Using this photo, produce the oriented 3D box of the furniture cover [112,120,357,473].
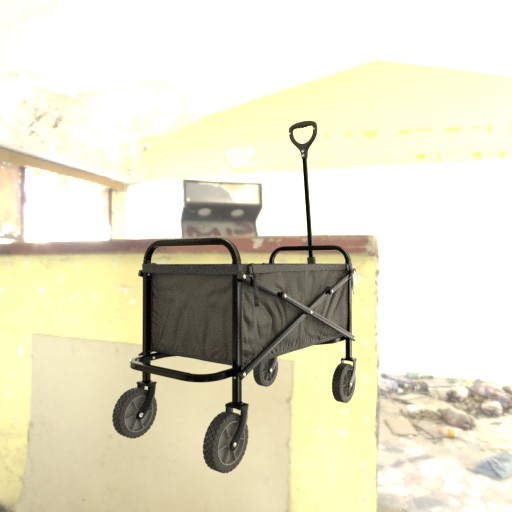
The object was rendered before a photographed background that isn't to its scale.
[{"bbox_3d":[0.000,0.000,1.814,0.532,1.295,1.038,-1,-1,37],"label":"furniture cover"}]
